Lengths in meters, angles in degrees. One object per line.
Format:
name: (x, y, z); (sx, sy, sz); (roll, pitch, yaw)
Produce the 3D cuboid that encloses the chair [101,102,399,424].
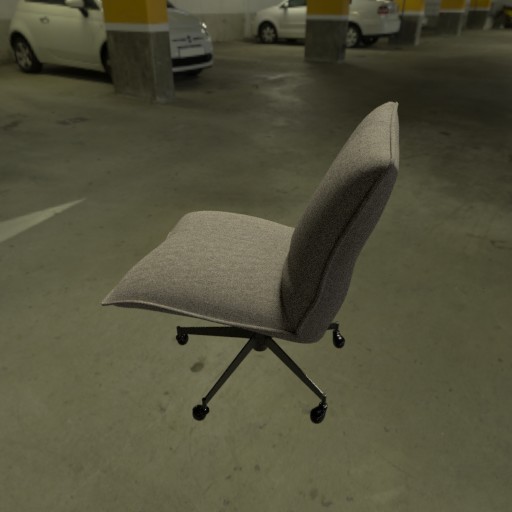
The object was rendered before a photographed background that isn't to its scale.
chair: (0.000, 0.000, 1.287); (0.696, 0.811, 0.597); (8, 31, 14)
